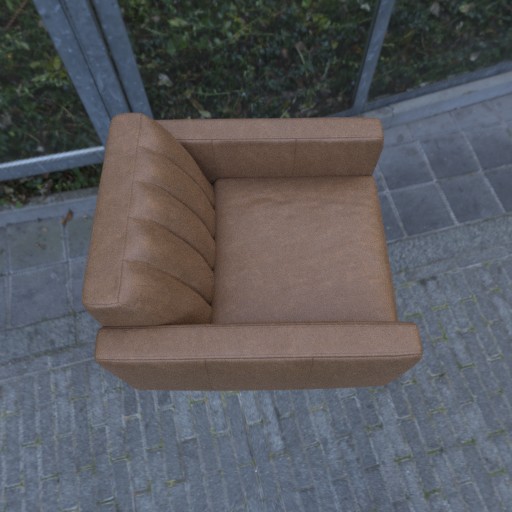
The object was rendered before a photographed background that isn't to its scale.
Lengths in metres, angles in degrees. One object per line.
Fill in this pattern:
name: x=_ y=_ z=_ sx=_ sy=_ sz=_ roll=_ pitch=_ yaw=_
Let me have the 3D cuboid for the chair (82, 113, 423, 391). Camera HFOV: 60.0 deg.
chair: x=0.000 y=0.000 z=1.681 sx=0.998 sy=0.819 sz=0.953 roll=-1 pitch=64 yaw=0
